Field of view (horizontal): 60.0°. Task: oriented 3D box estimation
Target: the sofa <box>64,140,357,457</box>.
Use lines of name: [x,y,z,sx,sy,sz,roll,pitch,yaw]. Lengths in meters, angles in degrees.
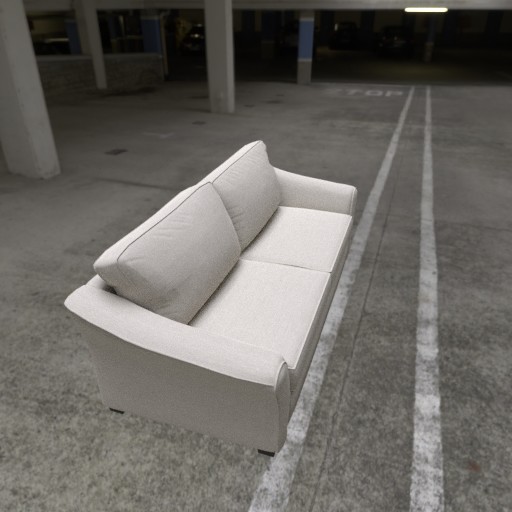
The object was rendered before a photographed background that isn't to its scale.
sofa: [0.000,0.000,2.790,0.980,0.965,2.270,10,31,16]
